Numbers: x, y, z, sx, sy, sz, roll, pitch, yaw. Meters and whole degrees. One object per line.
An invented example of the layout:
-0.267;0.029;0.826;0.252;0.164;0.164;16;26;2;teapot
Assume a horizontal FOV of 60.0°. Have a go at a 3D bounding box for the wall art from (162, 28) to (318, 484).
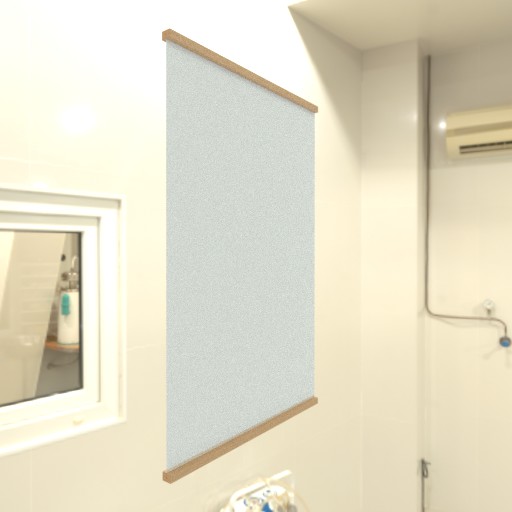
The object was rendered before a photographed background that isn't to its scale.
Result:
0.000;0.000;0.633;0.013;0.510;0.335;0;1;37;wall art
